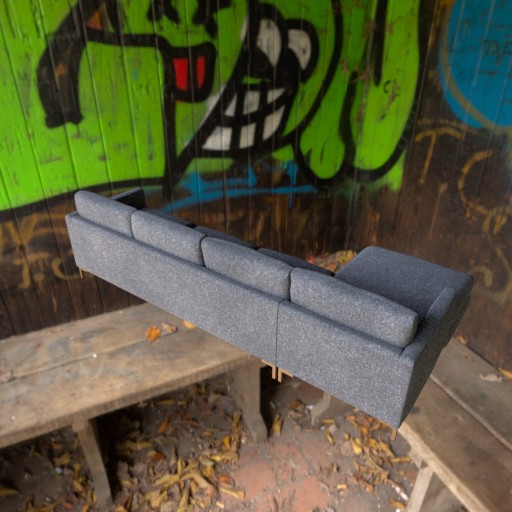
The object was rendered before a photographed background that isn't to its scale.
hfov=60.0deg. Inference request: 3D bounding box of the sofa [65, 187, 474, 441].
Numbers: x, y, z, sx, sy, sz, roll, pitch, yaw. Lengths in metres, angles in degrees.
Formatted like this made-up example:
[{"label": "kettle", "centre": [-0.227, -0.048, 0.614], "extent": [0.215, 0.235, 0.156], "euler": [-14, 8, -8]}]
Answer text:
[{"label": "sofa", "centre": [0.000, 0.000, 3.433], "extent": [2.932, 0.810, 1.350], "euler": [20, 36, 30]}]
